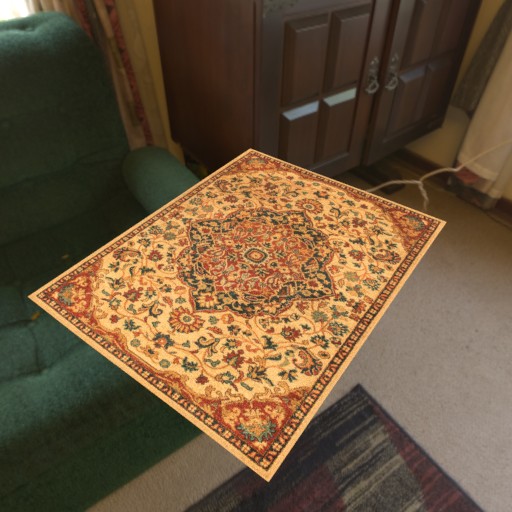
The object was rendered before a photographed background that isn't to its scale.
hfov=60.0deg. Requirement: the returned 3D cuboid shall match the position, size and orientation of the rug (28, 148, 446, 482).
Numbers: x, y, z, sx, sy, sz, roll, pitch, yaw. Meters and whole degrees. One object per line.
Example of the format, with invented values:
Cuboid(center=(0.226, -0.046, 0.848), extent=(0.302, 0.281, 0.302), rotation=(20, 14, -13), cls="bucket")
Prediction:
Cuboid(center=(0.000, 0.000, 4.048), extent=(2.454, 0.005, 3.067), rotation=(27, 49, 26), cls="rug")
